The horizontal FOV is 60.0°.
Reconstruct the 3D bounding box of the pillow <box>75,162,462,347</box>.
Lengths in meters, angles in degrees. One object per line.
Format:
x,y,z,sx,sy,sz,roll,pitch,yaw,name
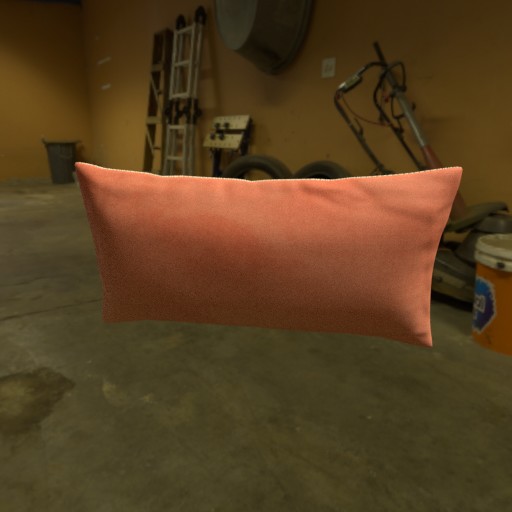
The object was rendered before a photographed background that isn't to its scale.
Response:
0.000,0.000,0.748,0.608,0.307,0.155,3,16,10,pillow
